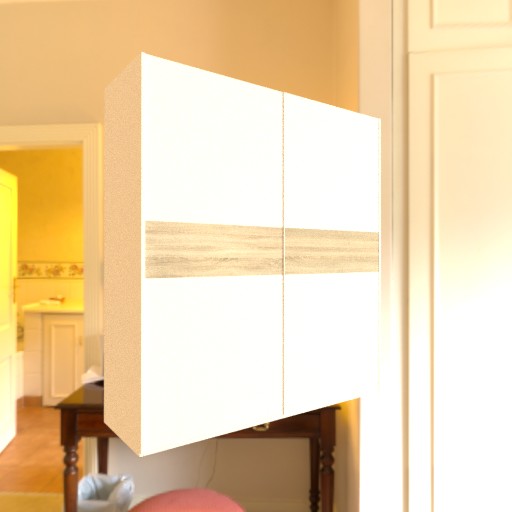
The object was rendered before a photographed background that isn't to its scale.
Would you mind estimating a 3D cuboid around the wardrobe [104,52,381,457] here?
[{"bbox_3d":[0.000,0.000,2.972,1.830,2.020,0.600,0,0,-36],"label":"wardrobe"}]
